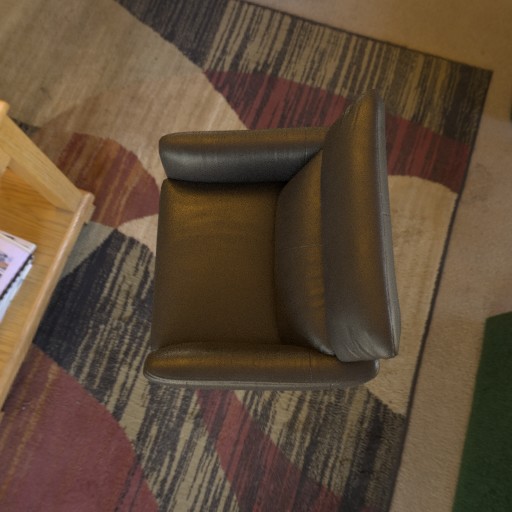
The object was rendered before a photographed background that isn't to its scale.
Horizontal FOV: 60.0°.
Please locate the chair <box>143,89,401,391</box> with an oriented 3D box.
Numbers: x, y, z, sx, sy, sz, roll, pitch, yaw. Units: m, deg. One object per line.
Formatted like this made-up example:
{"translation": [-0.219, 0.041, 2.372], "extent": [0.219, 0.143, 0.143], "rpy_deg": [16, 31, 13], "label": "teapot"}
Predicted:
{"translation": [0.000, 0.000, 1.678], "extent": [0.809, 0.949, 0.976], "rpy_deg": [0, 75, 0], "label": "chair"}
